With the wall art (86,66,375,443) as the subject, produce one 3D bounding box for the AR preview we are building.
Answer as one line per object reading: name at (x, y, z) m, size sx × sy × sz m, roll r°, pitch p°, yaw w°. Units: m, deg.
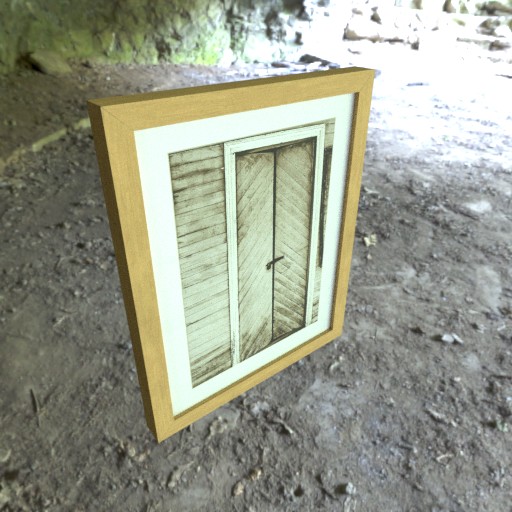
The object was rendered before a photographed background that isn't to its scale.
wall art at (0.000, 0.000, 0.513) m, size 0.312 × 0.380 × 0.030 m, roll -22°, pitch 37°, yaw -32°
